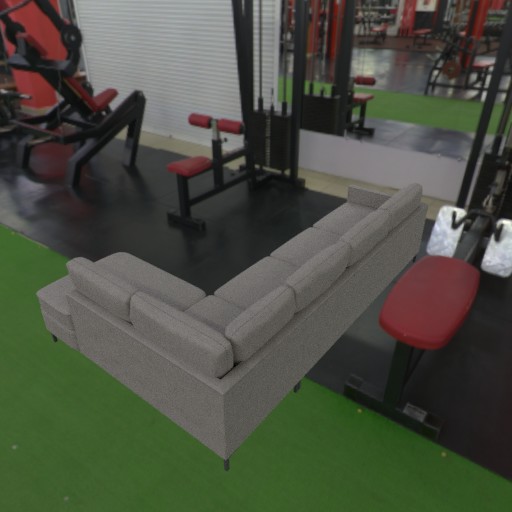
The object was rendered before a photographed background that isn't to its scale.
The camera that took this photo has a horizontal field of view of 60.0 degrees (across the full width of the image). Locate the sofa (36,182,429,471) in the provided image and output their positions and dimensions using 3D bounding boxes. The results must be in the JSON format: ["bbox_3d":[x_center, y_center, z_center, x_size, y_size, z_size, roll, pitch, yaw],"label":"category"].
[{"bbox_3d":[0.000,0.000,4.261,2.077,0.964,3.331,22,37,32],"label":"sofa"}]
